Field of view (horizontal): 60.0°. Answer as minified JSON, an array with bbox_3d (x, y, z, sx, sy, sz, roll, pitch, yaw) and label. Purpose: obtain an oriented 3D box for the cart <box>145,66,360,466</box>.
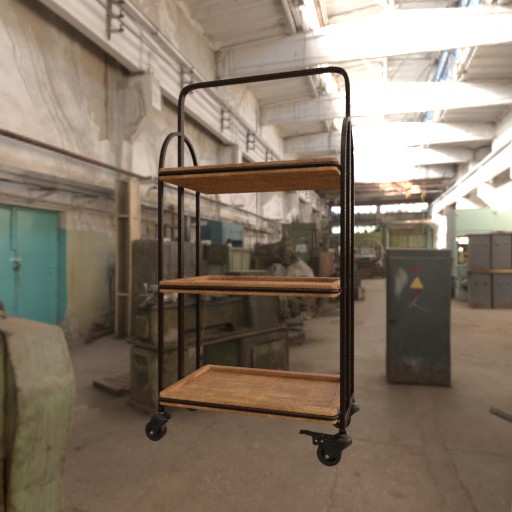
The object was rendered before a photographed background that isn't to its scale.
[{"bbox_3d":[0.000,0.000,1.243,0.553,1.001,0.327,0,0,17],"label":"cart"}]
